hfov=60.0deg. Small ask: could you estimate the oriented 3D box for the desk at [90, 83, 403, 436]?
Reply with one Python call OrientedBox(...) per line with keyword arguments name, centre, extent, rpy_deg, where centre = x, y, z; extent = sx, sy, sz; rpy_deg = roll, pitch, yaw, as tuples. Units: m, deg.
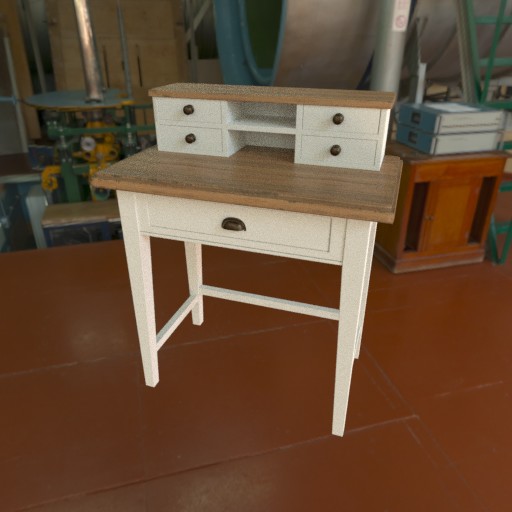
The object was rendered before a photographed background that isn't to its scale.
OrientedBox(name="desk", centre=(0.000, 0.000, 1.439), extent=(0.814, 0.981, 0.462), rpy_deg=(9, 29, 16))
